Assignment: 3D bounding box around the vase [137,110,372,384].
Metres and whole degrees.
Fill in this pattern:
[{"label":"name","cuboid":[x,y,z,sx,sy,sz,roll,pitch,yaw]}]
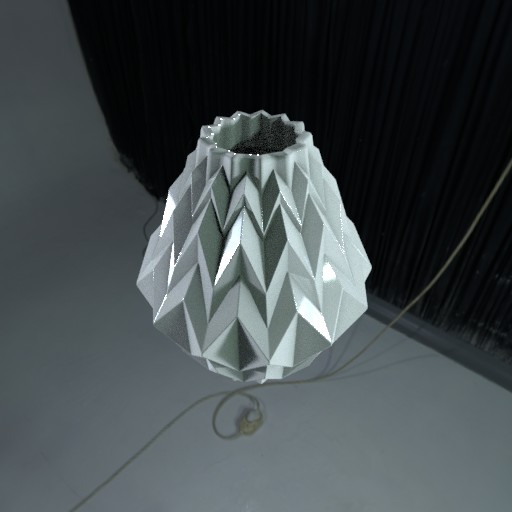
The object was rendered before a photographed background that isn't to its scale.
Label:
[{"label":"vase","cuboid":[0.000,0.000,0.309,0.164,0.185,0.164,0,41,0]}]
